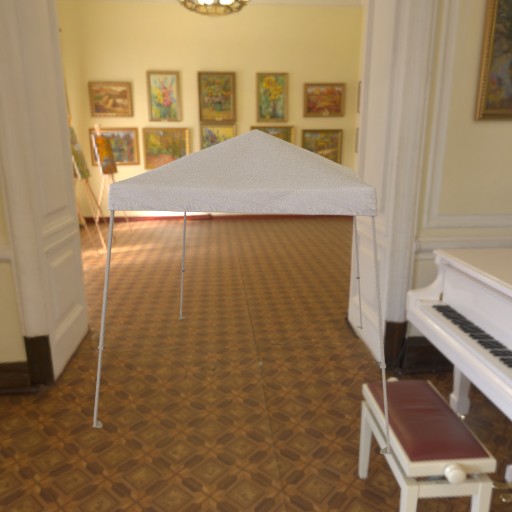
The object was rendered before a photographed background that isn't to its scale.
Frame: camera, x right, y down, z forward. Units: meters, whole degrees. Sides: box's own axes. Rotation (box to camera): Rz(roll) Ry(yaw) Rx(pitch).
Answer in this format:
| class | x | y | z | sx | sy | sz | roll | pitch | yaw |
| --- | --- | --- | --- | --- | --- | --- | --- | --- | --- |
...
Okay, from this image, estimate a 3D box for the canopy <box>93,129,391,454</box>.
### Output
| class | x | y | z | sx | sy | sz | roll | pitch | yaw |
| --- | --- | --- | --- | --- | --- | --- | --- | --- | --- |
| canopy | 0.000 | 0.000 | 6.545 | 3.599 | 3.600 | 3.600 | 2 | 15 | 8 |
